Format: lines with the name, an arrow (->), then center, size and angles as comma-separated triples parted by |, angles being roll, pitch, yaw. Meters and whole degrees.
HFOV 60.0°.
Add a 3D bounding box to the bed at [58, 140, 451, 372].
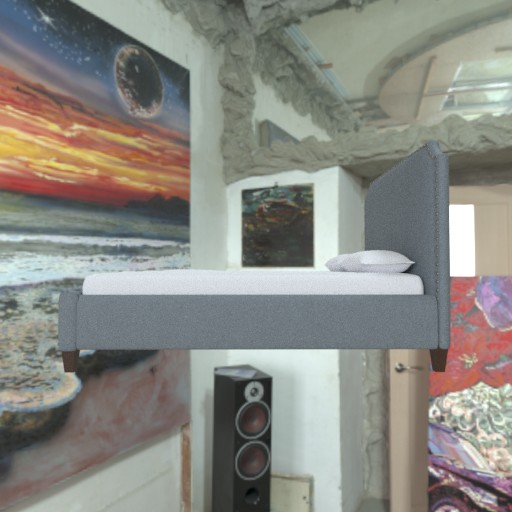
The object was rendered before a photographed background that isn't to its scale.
bed -> 0.000, 0.000, 3.488 | 2.372, 1.443, 1.712 | 0, -2, 0
